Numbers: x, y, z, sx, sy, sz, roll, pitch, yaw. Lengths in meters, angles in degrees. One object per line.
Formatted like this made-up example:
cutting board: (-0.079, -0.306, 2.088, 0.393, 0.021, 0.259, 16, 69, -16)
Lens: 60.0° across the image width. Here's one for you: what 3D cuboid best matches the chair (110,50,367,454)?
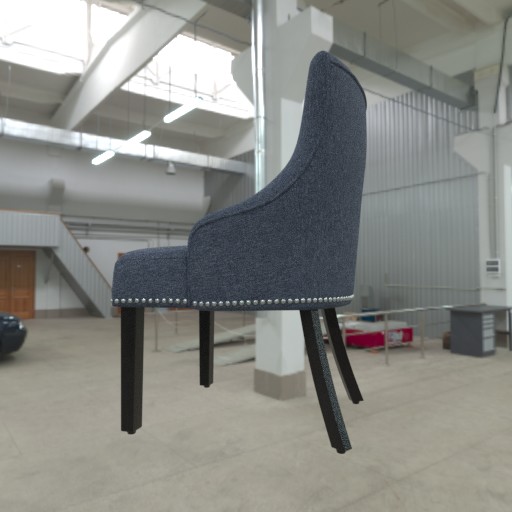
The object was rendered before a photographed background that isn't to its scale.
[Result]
chair: (0.000, 0.000, 1.284, 0.629, 0.909, 0.566, -1, -2, 17)
